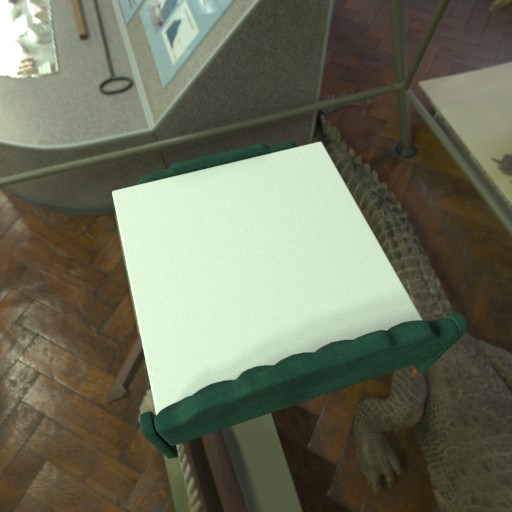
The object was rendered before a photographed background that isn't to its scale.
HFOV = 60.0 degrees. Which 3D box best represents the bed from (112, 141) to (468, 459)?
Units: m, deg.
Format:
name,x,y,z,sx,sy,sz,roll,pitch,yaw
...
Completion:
name,x,y,z,sx,sy,sz,roll,pitch,yaw
bed,0.000,0.000,3.538,2.074,1.245,2.340,-15,59,-9
